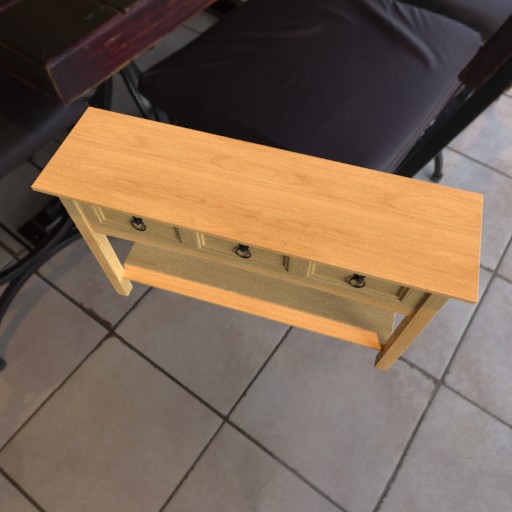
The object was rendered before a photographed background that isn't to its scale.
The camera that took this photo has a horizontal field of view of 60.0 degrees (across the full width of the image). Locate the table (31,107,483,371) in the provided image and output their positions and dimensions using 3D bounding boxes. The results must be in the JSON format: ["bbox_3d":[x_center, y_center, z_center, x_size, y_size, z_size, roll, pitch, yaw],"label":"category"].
[{"bbox_3d":[0.000,0.000,1.574,1.240,0.730,0.350,15,60,9],"label":"table"}]
